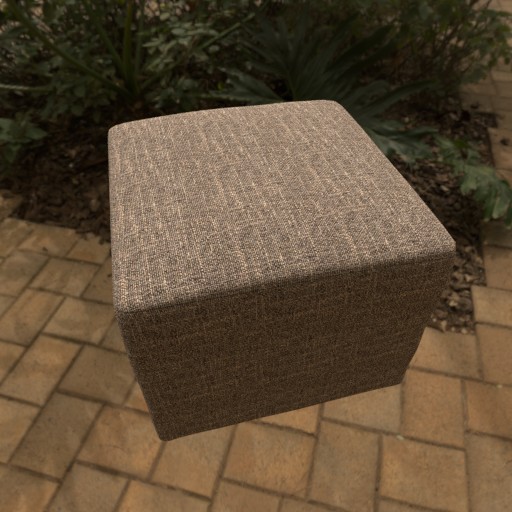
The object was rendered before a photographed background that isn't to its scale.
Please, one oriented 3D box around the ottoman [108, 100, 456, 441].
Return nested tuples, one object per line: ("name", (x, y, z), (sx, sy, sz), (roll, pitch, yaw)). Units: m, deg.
("ottoman", (0.000, 0.000, 0.916), (0.512, 0.453, 0.521), (-10, 46, -10))
